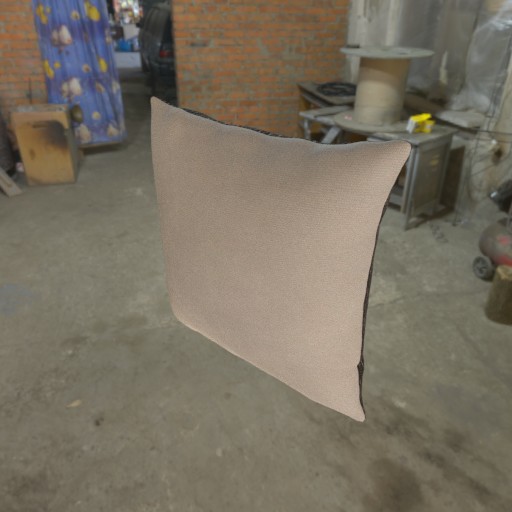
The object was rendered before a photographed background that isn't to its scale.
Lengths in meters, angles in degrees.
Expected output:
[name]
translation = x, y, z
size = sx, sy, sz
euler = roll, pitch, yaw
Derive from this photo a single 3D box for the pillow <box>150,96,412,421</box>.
[pillow]
translation = 0.000, 0.000, 0.694
size = 0.433, 0.434, 0.196
euler = 22, 36, 34
